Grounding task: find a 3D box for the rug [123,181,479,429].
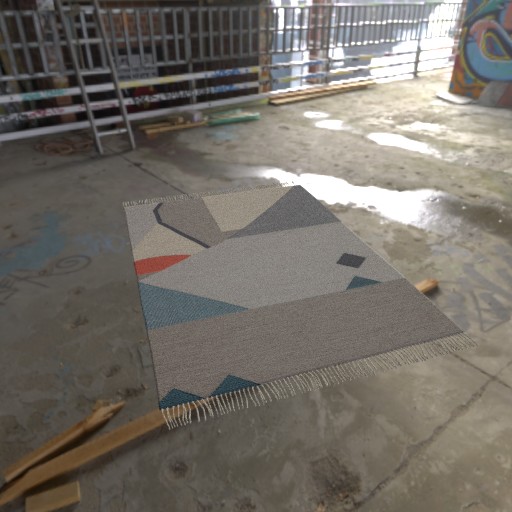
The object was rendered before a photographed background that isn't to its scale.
[{"bbox_3d":[0.000,0.000,2.287,1.220,0.005,1.828,-10,32,-16],"label":"rug"}]
